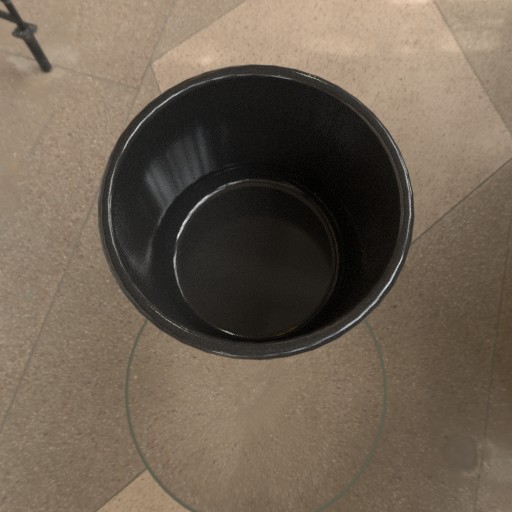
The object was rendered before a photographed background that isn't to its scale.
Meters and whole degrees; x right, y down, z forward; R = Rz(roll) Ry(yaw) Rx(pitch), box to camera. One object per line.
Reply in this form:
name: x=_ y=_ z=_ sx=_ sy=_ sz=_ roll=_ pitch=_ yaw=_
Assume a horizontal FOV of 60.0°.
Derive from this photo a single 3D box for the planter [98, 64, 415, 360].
planter: x=0.000 y=0.000 z=0.265 sx=0.129 sy=0.177 sz=0.129 roll=0 pitch=74 yaw=0
